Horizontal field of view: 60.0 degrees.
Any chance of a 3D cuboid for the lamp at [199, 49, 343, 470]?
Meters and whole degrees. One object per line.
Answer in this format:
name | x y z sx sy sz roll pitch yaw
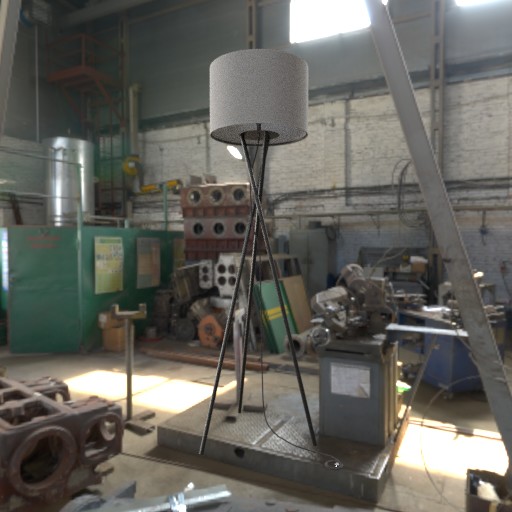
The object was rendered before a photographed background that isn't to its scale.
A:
lamp | 0.000 0.000 1.919 0.522 1.624 0.667 -1 2 -17
